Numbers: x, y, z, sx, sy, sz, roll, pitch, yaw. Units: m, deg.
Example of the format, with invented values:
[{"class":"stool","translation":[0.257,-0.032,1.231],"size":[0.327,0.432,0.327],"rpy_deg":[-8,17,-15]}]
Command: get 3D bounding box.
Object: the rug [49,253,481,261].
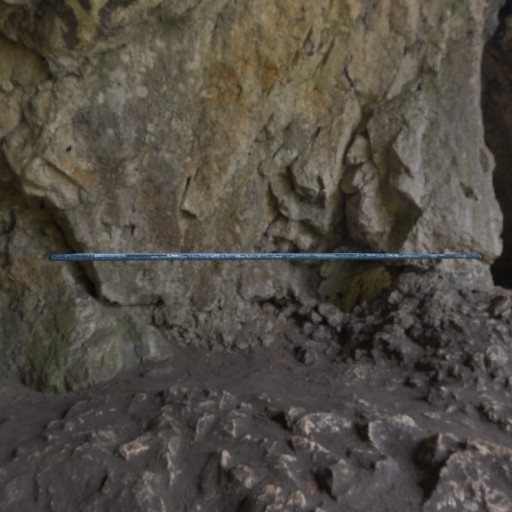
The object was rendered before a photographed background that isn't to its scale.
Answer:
[{"class":"rug","translation":[0.000,0.000,3.071],"size":[2.450,0.027,1.540],"rpy_deg":[0,1,-18]}]
